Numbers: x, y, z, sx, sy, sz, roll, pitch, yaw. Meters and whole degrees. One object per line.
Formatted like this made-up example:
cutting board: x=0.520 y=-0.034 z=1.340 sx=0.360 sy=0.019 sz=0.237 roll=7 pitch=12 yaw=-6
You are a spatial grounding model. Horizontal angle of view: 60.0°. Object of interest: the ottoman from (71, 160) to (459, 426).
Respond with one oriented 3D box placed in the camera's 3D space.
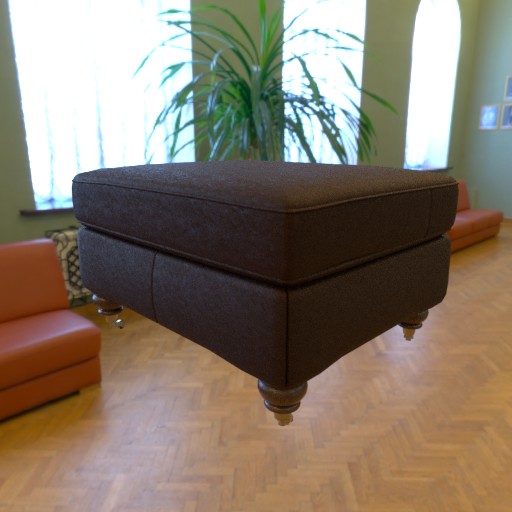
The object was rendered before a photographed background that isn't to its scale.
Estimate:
ottoman: x=0.000 y=0.000 z=1.777 sx=0.967 sy=0.730 sz=1.187 roll=-14 pitch=20 yaw=-43
